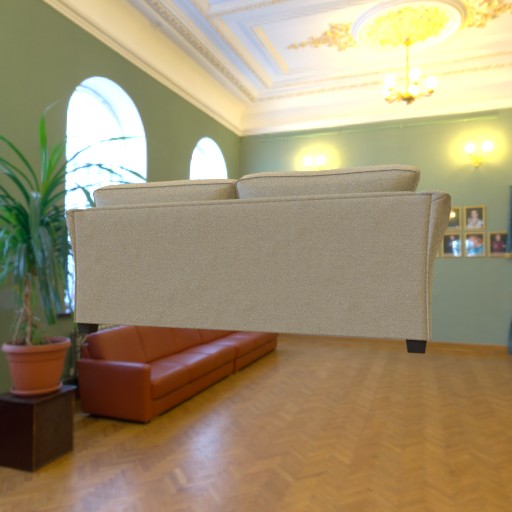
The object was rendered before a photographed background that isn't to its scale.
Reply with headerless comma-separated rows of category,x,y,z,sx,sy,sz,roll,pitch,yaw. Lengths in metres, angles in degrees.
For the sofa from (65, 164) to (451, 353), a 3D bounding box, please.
sofa,0.000,0.000,2.881,2.270,0.965,0.980,0,-1,19
